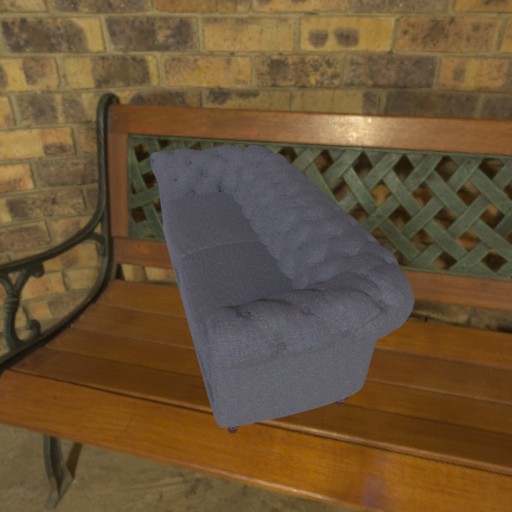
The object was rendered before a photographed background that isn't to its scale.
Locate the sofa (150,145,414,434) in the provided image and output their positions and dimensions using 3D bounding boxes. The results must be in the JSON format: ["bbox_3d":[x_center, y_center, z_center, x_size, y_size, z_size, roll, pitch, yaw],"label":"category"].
[{"bbox_3d":[0.000,0.000,2.854,1.046,0.836,2.335,-9,32,-15],"label":"sofa"}]
